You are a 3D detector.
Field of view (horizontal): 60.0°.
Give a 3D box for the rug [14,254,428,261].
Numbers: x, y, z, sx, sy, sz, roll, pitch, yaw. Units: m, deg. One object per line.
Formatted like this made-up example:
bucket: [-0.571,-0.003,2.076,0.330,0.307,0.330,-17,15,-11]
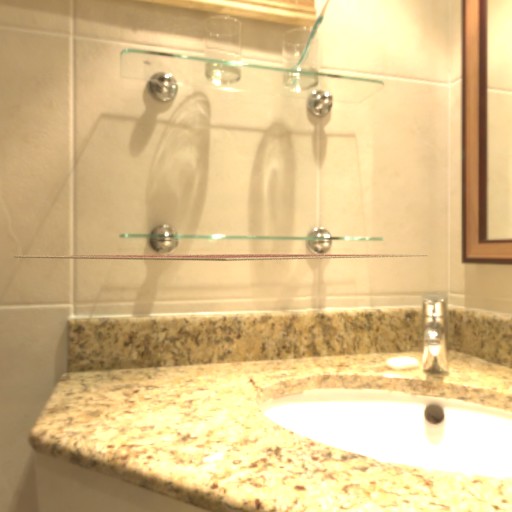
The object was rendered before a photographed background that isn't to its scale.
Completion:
rug: [0.000,0.000,1.059,0.556,0.004,0.868,0,1,37]
